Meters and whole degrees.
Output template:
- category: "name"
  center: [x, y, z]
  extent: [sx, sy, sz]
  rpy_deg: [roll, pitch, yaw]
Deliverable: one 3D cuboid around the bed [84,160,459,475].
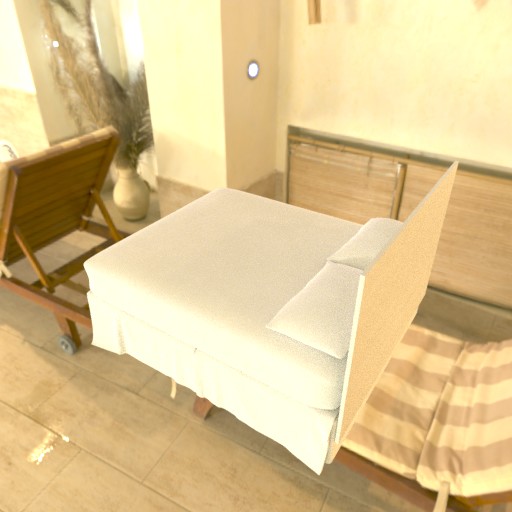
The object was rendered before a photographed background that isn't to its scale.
- category: "bed"
  center: [0.000, 0.000, 3.184]
  extent: [2.094, 1.335, 1.745]
  rpy_deg: [20, 37, 28]
